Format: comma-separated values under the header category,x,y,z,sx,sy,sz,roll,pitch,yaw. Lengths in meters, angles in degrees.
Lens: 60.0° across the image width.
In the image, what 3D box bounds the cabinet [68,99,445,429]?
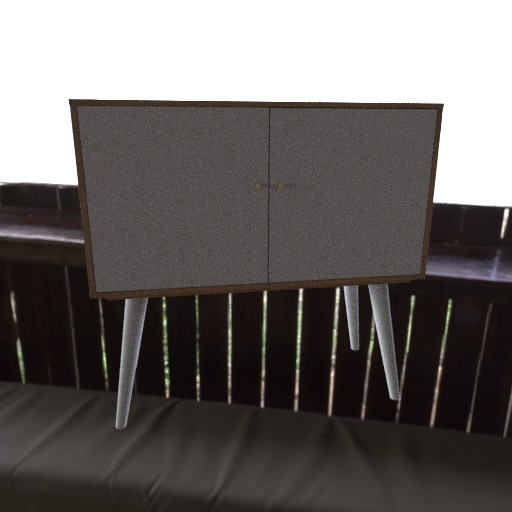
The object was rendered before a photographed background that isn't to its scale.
category,x,y,z,sx,sy,sz,roll,pitch,yaw
cabinet,0.000,0.000,1.576,1.057,1.016,0.470,-3,16,-9
